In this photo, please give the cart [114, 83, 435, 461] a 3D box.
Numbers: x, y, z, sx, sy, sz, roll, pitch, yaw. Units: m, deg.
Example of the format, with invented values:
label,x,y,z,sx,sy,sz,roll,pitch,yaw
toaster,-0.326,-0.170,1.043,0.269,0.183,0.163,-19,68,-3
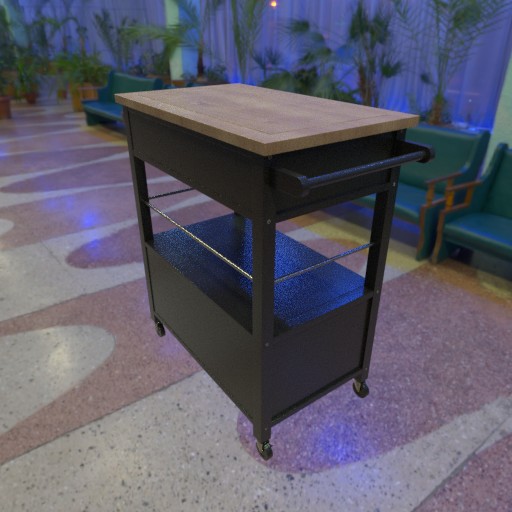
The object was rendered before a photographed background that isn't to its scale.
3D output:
label,x,y,z,sx,sy,sz,roll,pitch,yaw
cart,0.000,0.000,1.382,0.459,0.901,0.840,-19,33,-31
